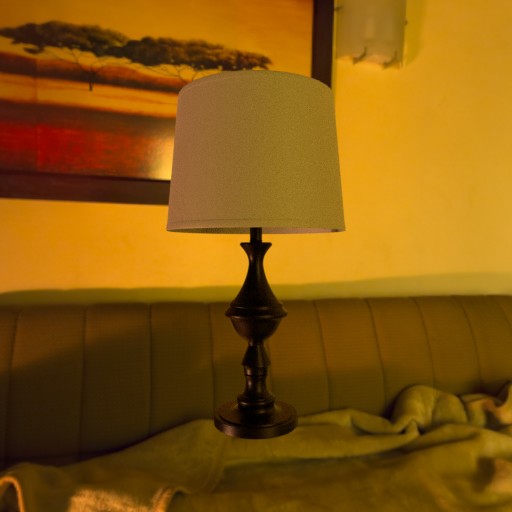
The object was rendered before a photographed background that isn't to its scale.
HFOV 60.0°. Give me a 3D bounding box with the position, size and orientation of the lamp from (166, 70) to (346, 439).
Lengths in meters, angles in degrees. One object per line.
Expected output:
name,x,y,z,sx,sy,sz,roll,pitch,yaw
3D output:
lamp,0.000,0.000,0.966,0.383,0.726,0.383,0,1,0
